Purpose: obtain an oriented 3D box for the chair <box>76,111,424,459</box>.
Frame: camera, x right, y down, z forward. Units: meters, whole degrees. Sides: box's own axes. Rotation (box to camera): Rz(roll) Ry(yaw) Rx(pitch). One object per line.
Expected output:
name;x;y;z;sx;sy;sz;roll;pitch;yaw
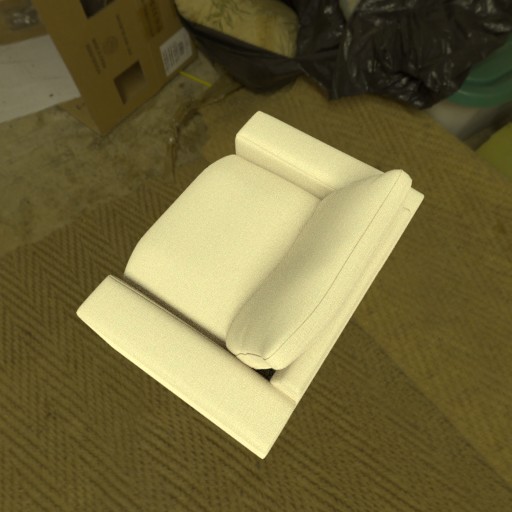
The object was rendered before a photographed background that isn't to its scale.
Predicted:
chair;0.000;0.000;2.107;1.039;0.915;1.398;31;68;15
